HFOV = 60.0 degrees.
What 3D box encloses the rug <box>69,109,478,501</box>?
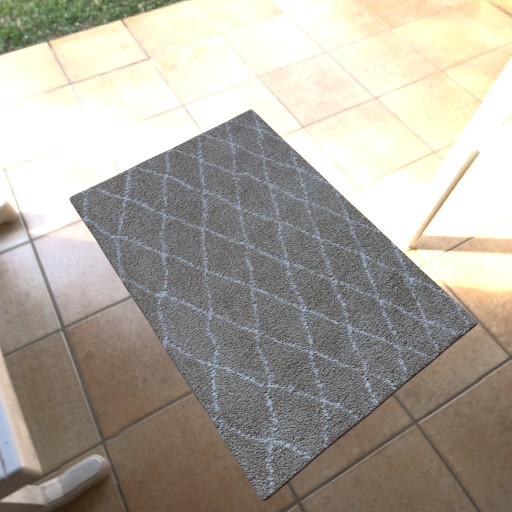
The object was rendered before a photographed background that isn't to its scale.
[{"bbox_3d":[0.000,0.000,2.209,1.219,0.030,1.778,-32,63,-18],"label":"rug"}]
